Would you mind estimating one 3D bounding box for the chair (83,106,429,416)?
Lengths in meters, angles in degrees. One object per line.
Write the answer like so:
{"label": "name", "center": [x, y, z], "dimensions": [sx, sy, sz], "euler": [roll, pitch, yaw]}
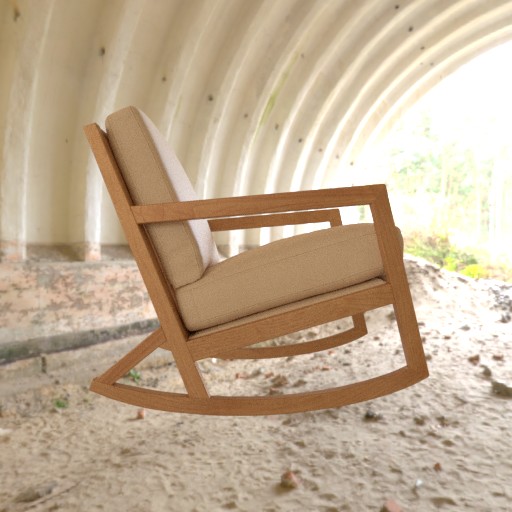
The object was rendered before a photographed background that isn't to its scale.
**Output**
{"label": "chair", "center": [0.000, 0.000, 1.406], "dimensions": [0.857, 0.790, 0.622], "euler": [0, 0, 0]}
